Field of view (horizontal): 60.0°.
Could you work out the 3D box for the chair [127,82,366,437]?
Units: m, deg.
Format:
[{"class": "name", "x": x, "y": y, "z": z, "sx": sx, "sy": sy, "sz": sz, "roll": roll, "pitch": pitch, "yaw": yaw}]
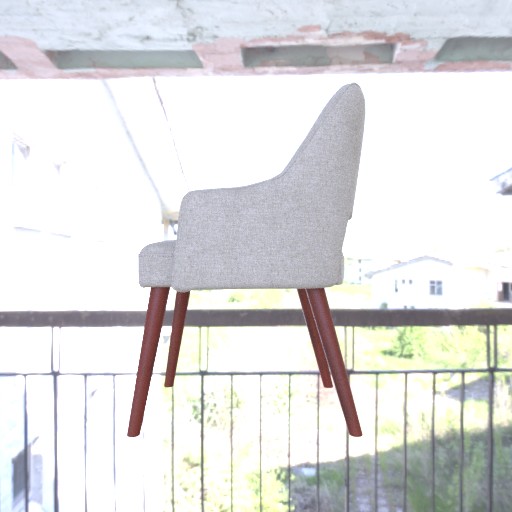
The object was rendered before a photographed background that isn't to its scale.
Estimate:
[{"class": "chair", "x": 0.000, "y": 0.000, "z": 1.255, "sx": 0.605, "sy": 0.849, "sz": 0.548, "roll": 0, "pitch": -1, "yaw": 0}]
